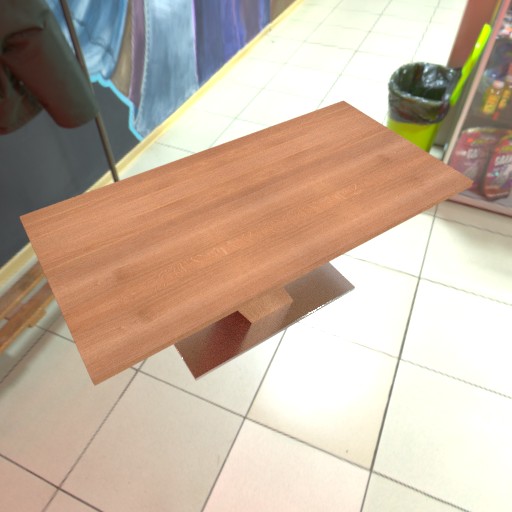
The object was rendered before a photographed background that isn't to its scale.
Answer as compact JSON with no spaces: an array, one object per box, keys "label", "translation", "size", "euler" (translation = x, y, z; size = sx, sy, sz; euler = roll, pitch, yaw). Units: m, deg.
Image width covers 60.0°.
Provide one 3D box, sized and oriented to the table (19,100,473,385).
[{"label":"table","translation":[0.000,0.000,2.227],"size":[1.800,0.750,0.900],"euler":[-26,52,-22]}]
